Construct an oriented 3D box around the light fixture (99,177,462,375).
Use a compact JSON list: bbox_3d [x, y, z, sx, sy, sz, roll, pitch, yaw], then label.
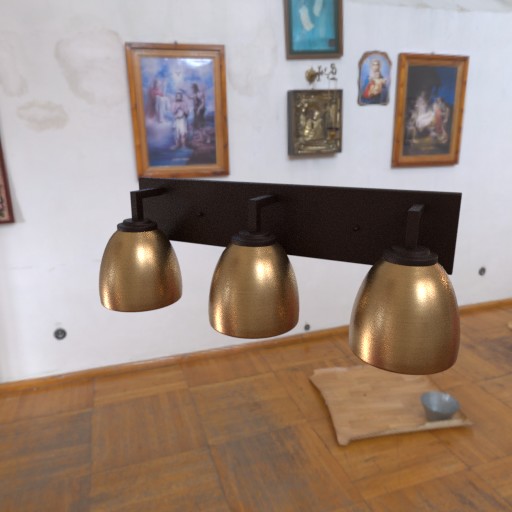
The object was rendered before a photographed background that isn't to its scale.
[{"bbox_3d":[0.000,0.000,0.671,0.582,0.204,0.157,7,17,25],"label":"light fixture"}]
